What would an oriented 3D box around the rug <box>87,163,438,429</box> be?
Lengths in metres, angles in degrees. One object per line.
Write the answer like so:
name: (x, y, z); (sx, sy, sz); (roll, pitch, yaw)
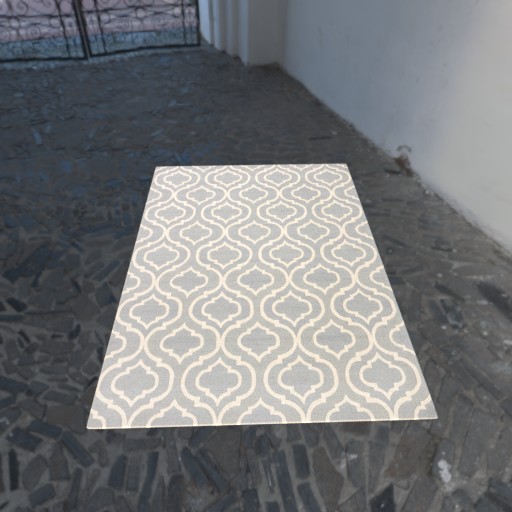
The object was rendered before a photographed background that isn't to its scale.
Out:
rug: (0.000, 0.000, 2.600); (1.451, 0.010, 2.080); (-1, 42, -1)
